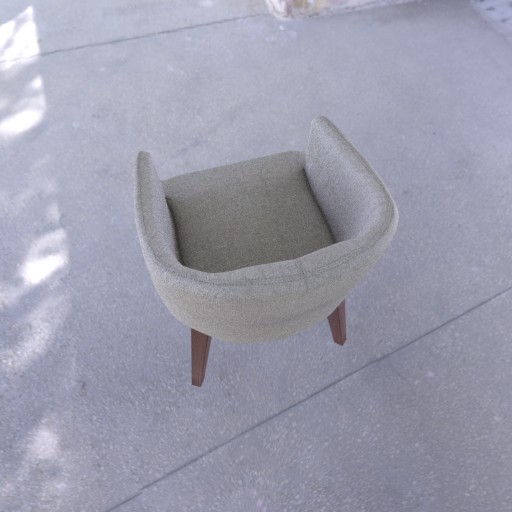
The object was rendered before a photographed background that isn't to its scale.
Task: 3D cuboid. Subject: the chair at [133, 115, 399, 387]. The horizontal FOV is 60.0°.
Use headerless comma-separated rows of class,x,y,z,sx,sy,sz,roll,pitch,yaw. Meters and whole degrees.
chair,0.000,0.000,1.279,0.583,0.811,0.655,-14,59,-8
